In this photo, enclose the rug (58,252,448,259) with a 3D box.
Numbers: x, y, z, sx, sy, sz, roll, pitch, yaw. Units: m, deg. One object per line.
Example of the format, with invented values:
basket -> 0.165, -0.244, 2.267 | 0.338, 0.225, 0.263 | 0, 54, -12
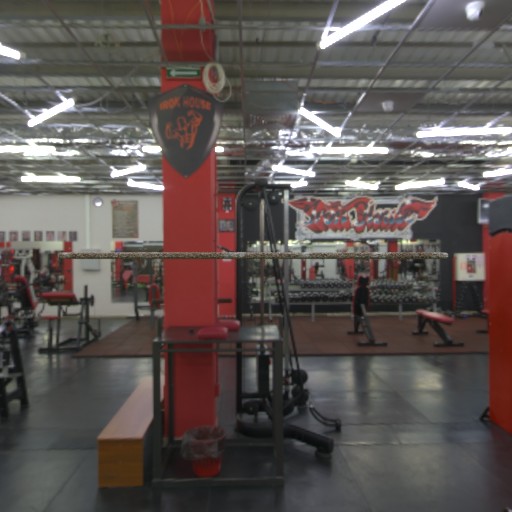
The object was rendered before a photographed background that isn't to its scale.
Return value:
rug -> 0.000, 0.000, 3.368 | 1.778, 0.030, 2.743 | 0, 0, 1
